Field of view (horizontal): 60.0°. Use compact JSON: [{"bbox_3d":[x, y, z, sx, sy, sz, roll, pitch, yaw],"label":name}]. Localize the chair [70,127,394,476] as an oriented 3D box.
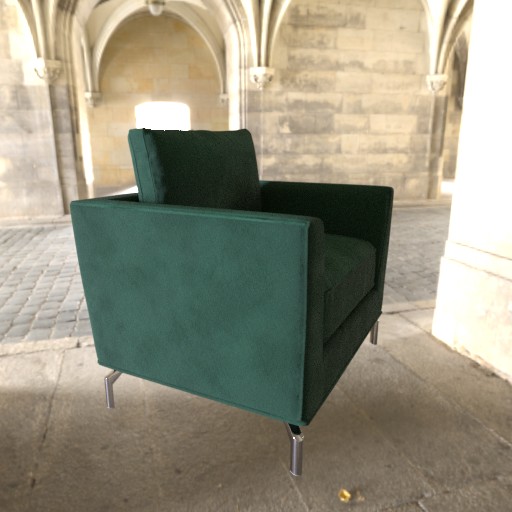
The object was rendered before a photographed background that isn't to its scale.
[{"bbox_3d":[0.000,0.000,1.759,0.852,0.997,1.047,7,16,26],"label":"chair"}]
